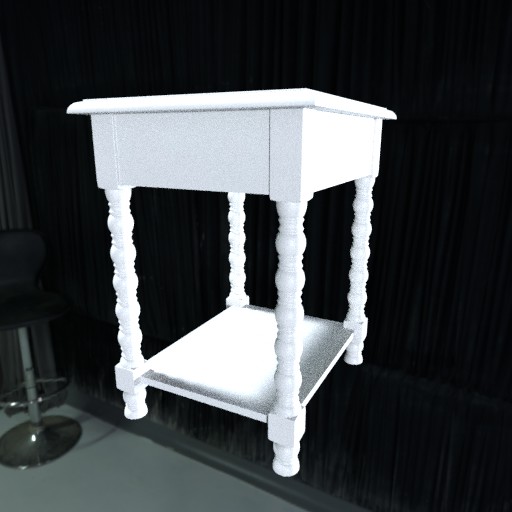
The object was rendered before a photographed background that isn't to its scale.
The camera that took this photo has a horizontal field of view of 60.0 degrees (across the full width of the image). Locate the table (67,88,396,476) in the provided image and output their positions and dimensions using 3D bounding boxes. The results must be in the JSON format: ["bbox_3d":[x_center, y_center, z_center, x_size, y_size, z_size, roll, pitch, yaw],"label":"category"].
[{"bbox_3d":[0.000,0.000,0.820,0.381,0.531,0.460,8,17,26],"label":"table"}]
